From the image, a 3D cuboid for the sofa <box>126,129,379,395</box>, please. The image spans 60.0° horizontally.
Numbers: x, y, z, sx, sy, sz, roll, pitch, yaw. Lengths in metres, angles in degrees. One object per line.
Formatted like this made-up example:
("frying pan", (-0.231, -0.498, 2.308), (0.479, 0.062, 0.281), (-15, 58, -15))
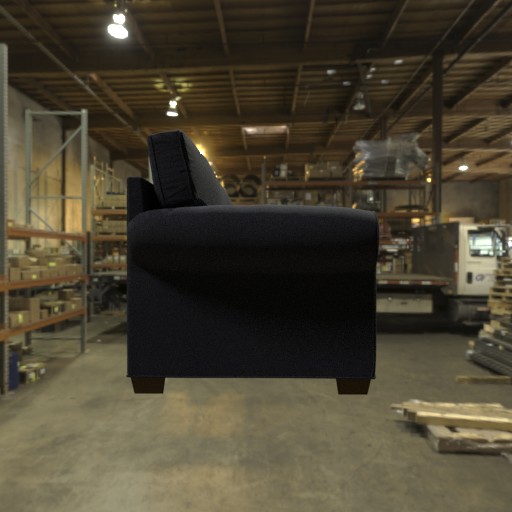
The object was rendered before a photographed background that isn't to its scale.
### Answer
("sofa", (0.000, 0.000, 2.546), (0.951, 1.031, 2.009), (0, 0, 1))
